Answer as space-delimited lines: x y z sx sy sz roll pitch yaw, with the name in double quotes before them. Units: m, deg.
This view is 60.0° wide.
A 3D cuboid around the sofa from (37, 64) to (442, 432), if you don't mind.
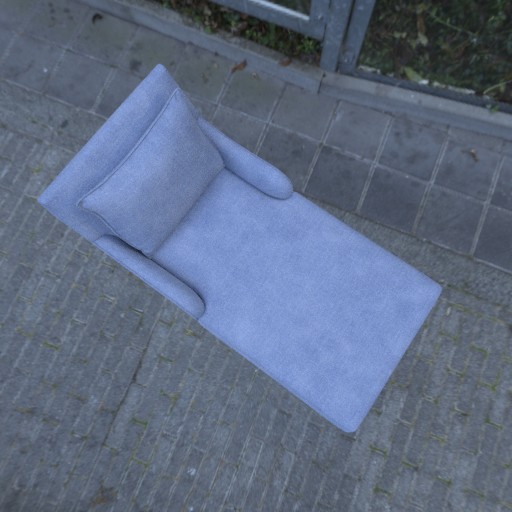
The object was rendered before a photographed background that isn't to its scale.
"sofa" 0.000 0.000 2.288 1.779 0.883 0.904 35 78 8
